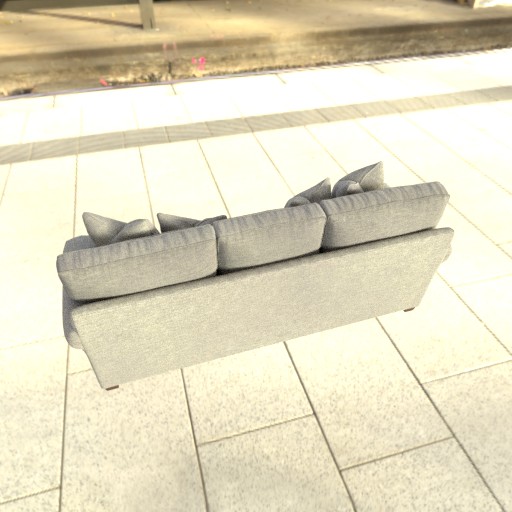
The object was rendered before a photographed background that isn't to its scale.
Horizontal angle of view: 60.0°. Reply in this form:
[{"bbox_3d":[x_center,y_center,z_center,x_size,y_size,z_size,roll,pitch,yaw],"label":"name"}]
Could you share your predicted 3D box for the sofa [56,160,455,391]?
[{"bbox_3d":[0.000,0.000,2.846,2.312,0.975,0.965,-12,41,-14],"label":"sofa"}]
